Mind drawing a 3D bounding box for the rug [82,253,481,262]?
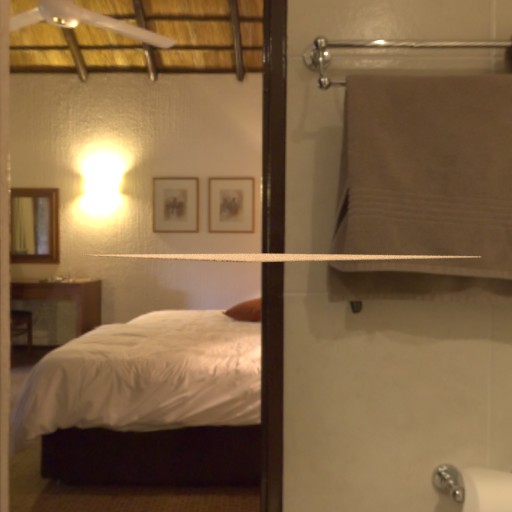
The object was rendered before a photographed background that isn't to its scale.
[{"bbox_3d":[0.000,0.000,3.997,2.313,0.009,2.939,-1,1,-36],"label":"rug"}]
